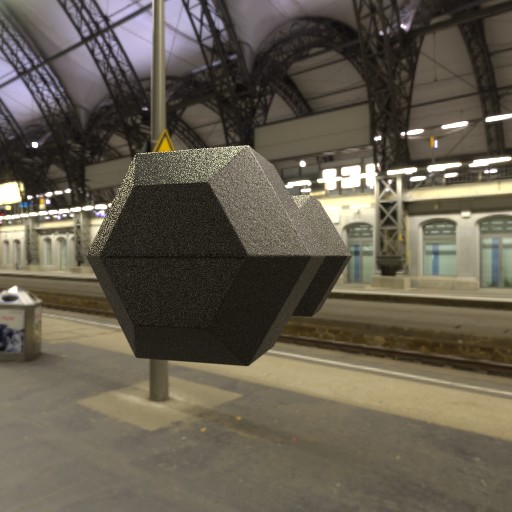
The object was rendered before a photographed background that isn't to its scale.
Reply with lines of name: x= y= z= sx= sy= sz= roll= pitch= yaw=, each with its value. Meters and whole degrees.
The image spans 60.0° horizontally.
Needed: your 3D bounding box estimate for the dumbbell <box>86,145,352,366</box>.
dumbbell: x=0.000 y=0.000 z=0.330 sx=0.122 sy=0.106 sz=0.271 roll=0 pitch=0 yaw=17
